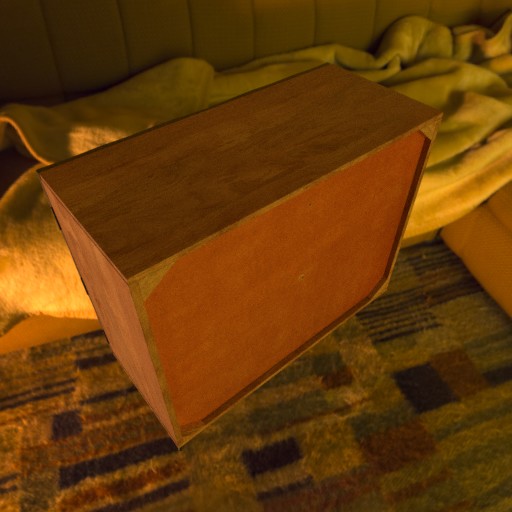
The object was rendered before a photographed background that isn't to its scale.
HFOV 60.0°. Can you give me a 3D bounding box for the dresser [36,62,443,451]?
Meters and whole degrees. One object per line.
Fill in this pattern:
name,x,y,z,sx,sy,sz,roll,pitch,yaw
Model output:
dresser,0.000,0.000,1.414,0.967,0.847,0.446,-30,53,-27
